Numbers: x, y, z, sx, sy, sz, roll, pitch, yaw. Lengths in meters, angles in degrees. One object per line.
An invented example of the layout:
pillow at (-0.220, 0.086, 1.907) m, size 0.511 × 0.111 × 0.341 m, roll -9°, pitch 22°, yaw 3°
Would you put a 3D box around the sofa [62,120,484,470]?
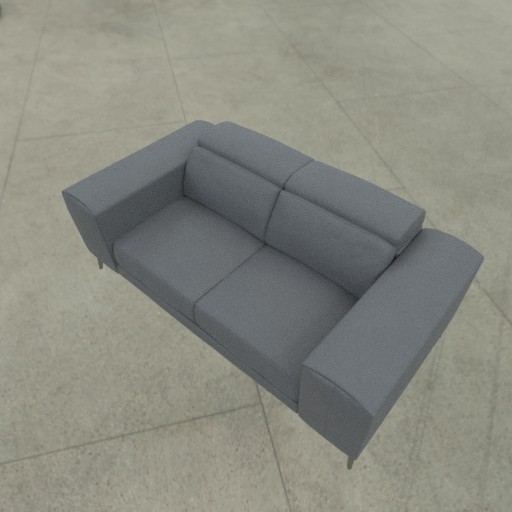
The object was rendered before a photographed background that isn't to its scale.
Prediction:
sofa at (0.000, 0.000, 2.316) m, size 1.895 × 0.779 × 1.003 m, roll 32°, pitch 54°, yaw 27°
